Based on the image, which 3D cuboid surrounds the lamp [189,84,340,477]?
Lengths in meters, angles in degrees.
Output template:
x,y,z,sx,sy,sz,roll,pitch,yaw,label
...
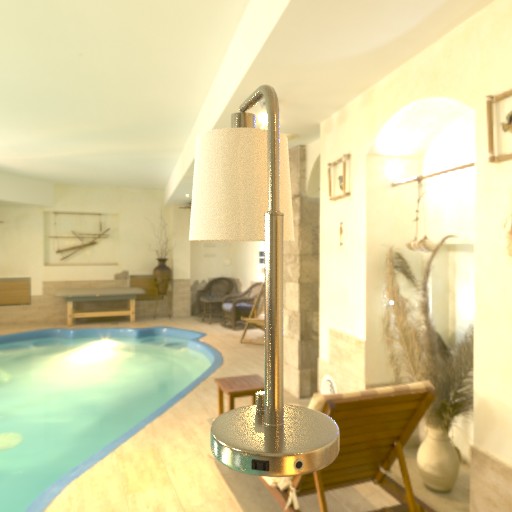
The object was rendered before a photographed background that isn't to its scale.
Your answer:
x,y,z,sx,sy,sz,roll,pitch,yaw,label
0.000,0.000,0.649,0.171,0.489,0.333,0,0,-17,lamp
